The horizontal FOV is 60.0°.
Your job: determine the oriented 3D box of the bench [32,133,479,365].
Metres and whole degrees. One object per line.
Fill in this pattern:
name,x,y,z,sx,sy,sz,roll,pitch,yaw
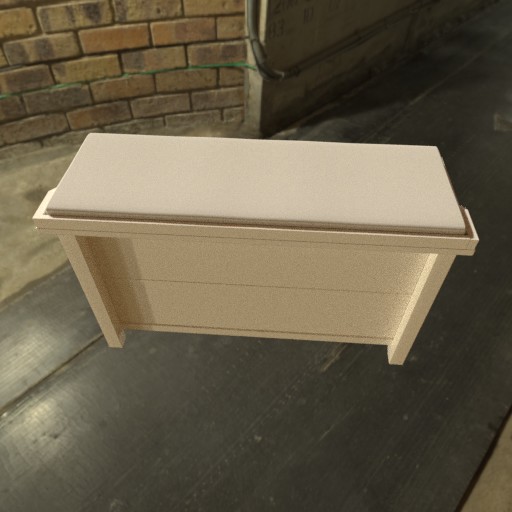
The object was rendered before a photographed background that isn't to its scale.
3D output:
bench,0.000,0.000,1.290,0.987,0.589,0.346,3,48,3
